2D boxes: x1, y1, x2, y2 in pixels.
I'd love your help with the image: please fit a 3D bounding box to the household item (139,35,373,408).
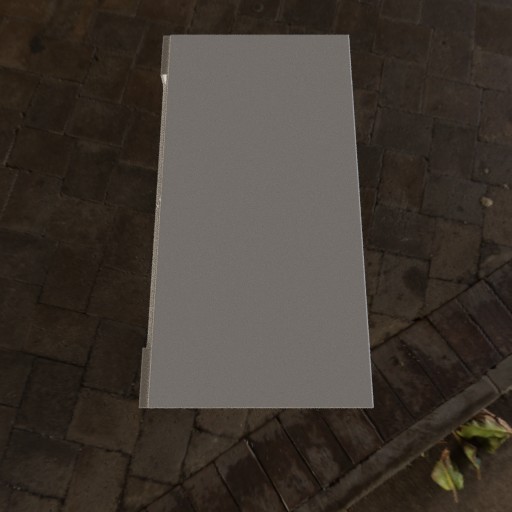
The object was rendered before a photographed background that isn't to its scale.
[{"bbox_3d":[0.000,0.000,1.317,0.420,0.870,0.800,0,75,0],"label":"household item"}]
